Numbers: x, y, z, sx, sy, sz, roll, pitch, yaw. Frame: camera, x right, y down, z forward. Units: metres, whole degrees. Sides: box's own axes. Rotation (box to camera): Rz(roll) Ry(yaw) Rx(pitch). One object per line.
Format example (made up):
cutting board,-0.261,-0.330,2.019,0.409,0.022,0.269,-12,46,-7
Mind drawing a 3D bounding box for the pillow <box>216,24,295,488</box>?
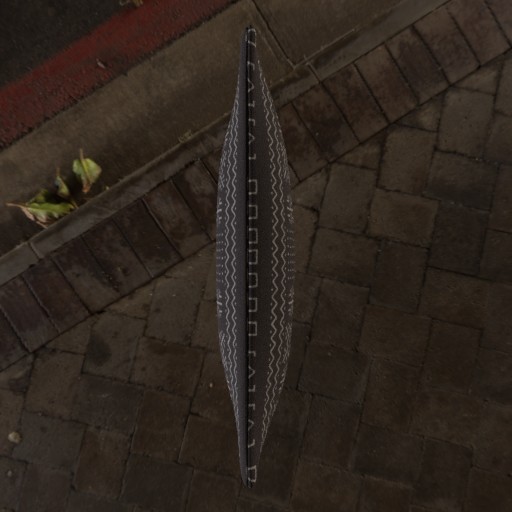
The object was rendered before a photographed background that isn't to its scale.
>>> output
pillow,0.000,0.000,0.779,0.135,0.322,0.667,0,90,1
